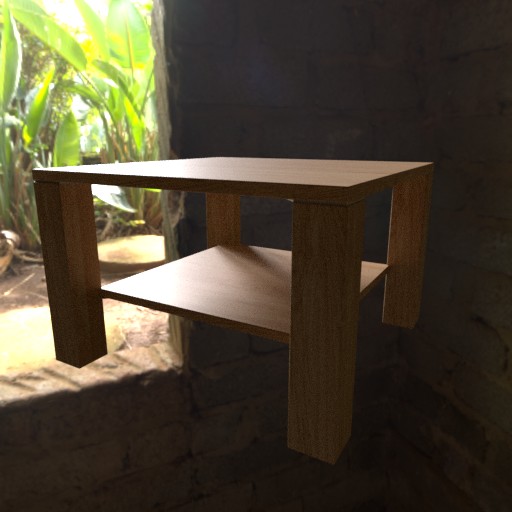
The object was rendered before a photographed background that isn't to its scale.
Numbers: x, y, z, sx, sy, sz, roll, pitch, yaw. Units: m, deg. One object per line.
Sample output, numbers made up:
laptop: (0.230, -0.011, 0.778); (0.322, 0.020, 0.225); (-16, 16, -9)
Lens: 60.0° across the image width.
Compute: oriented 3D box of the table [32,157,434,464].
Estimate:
table: (0.000, 0.000, 1.123); (0.700, 0.450, 0.700); (9, 17, 29)
